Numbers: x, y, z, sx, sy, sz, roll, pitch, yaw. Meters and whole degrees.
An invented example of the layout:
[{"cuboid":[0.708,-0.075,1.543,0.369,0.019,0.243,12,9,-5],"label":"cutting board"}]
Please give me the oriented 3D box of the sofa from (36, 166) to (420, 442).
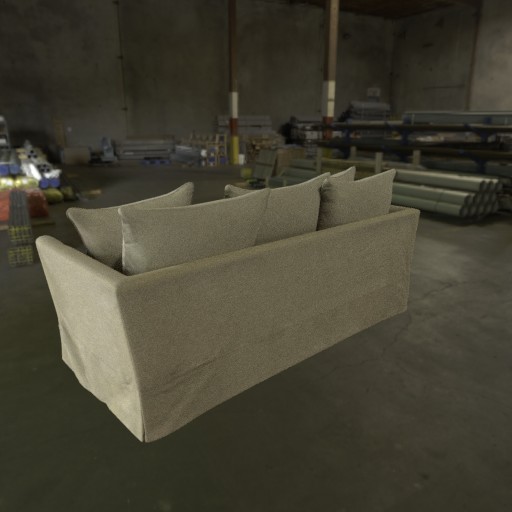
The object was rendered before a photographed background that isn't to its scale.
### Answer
[{"cuboid":[0.000,0.000,2.805,2.290,1.034,1.031,-15,22,-40],"label":"sofa"}]
